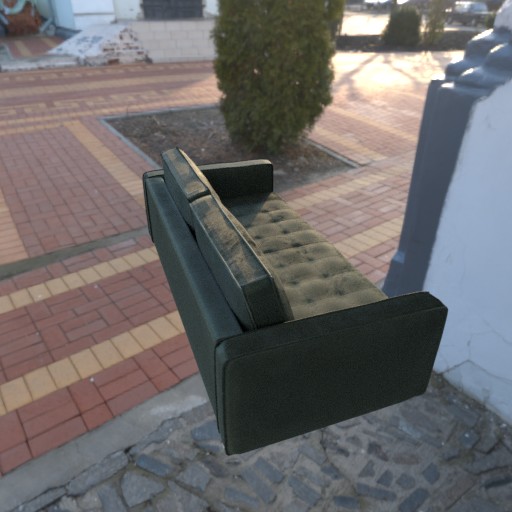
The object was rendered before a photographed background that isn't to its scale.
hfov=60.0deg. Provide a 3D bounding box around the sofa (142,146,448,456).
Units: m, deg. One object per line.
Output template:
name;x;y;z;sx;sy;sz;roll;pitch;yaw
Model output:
sofa;0.000;0.000;2.288;0.886;0.781;1.816;-11;32;-17
